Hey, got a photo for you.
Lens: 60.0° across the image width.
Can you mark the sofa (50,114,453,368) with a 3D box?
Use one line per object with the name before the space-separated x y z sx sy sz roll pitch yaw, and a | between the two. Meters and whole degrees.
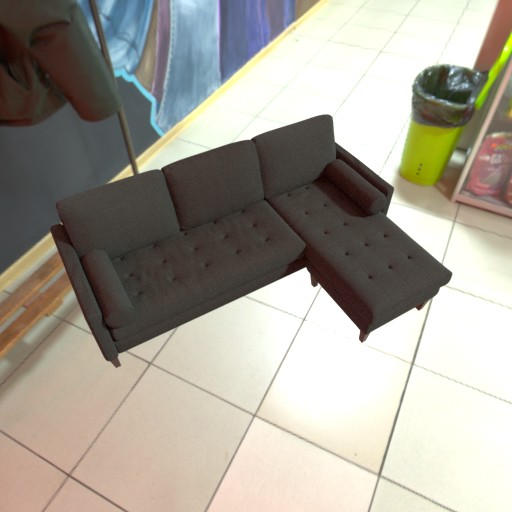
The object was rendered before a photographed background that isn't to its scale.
sofa | 0.000 0.000 2.871 2.178 0.876 1.506 -23 52 -20
